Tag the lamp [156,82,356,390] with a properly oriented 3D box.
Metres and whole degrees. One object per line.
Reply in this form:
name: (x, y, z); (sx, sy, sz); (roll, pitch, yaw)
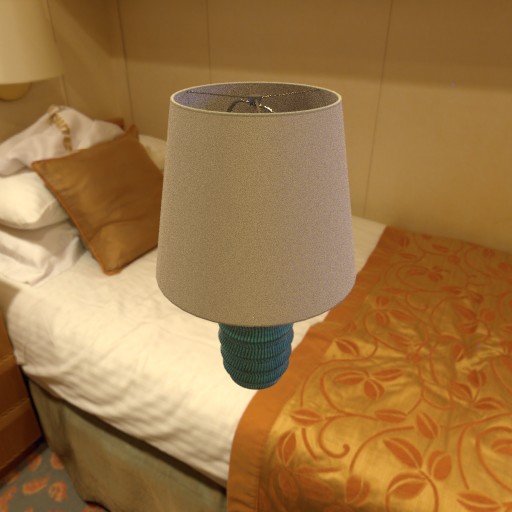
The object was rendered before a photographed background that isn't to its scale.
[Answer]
lamp: (0.000, 0.000, 0.566); (0.254, 0.392, 0.254); (0, 30, 0)
